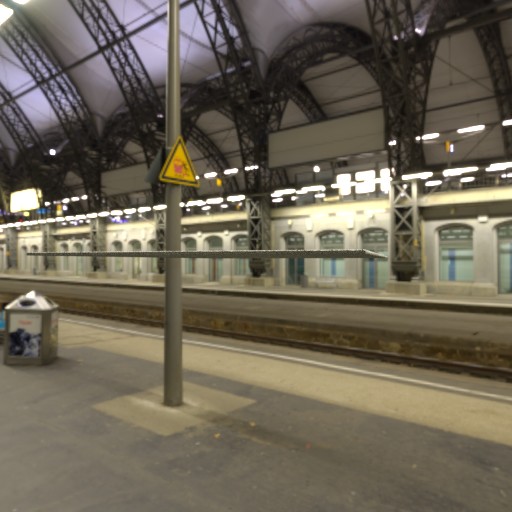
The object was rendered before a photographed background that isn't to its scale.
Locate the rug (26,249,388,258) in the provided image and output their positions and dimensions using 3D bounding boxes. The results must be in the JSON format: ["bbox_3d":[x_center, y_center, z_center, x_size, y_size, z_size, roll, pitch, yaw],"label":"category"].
[{"bbox_3d":[0.000,0.000,2.837,1.543,0.015,2.144,0,-1,19],"label":"rug"}]
